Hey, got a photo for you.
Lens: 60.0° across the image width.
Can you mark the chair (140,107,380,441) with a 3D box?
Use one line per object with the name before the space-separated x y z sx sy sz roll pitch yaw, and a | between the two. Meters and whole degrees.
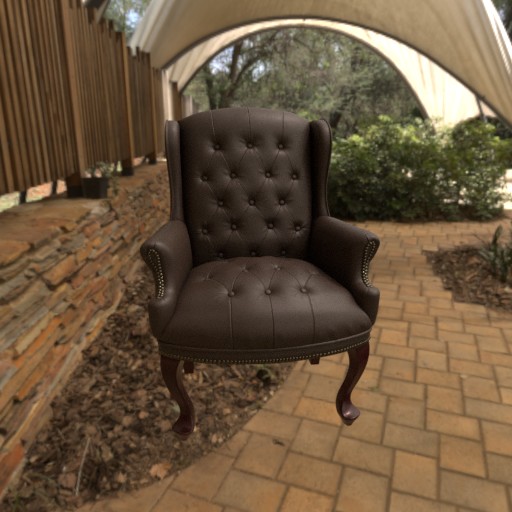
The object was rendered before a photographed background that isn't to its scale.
chair | 0.000 0.000 1.735 0.829 1.132 0.819 -2 16 -7
